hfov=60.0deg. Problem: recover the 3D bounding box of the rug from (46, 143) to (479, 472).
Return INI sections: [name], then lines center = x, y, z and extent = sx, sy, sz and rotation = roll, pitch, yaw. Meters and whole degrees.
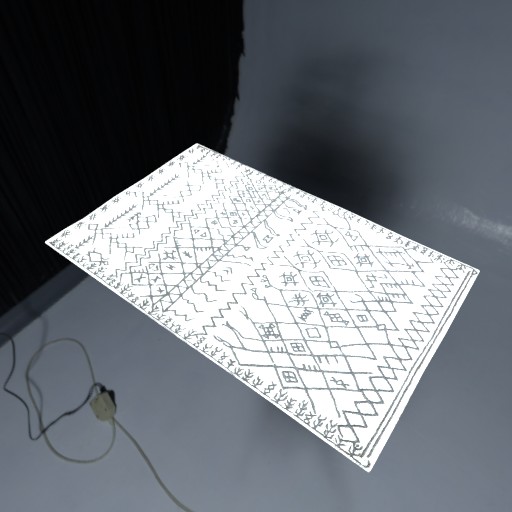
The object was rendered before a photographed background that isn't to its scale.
[rug]
center = 0.000, 0.000, 2.930
extent = 2.444, 0.012, 1.530
rotation = 29, 53, 25
